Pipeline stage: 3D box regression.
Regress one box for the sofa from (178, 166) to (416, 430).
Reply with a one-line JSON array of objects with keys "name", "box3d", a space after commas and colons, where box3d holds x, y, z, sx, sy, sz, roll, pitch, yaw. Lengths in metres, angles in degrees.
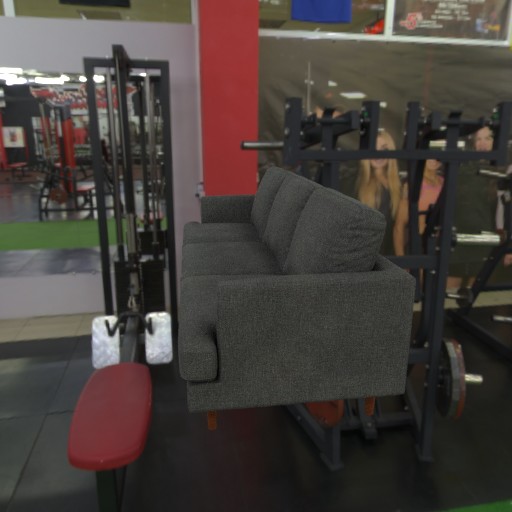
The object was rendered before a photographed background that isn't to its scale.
[{"name": "sofa", "box3d": [0.000, 0.000, 2.703, 0.903, 0.930, 2.246, -2, 16, -8]}]
